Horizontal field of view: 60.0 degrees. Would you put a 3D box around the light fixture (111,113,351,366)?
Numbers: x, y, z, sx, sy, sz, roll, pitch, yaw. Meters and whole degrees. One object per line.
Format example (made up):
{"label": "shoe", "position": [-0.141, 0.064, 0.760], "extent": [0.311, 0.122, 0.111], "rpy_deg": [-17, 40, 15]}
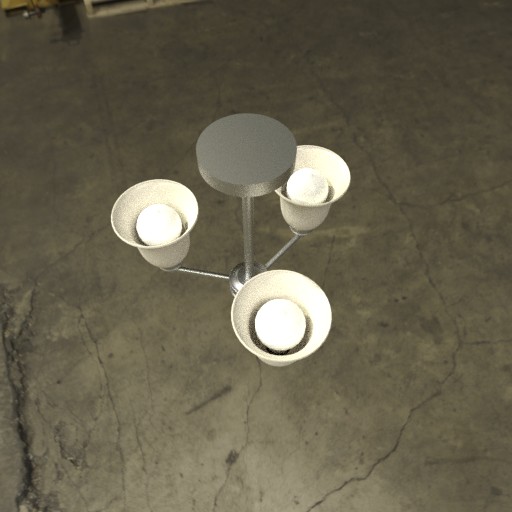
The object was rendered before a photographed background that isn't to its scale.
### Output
{"label": "light fixture", "position": [0.000, 0.000, 0.664], "extent": [0.388, 0.370, 0.354], "rpy_deg": [-15, 58, -10]}
